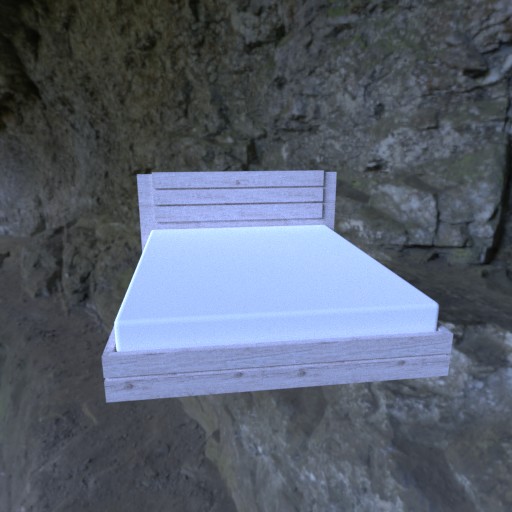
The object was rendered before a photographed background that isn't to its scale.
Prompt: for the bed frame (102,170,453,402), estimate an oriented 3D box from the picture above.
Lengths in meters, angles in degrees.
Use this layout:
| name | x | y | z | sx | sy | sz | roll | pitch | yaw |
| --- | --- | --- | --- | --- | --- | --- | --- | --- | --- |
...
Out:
| name | x | y | z | sx | sy | sz | roll | pitch | yaw |
| --- | --- | --- | --- | --- | --- | --- | --- | --- | --- |
| bed frame | 0.000 | 0.000 | 3.023 | 1.750 | 0.970 | 2.080 | -2 | 16 | -8 |
